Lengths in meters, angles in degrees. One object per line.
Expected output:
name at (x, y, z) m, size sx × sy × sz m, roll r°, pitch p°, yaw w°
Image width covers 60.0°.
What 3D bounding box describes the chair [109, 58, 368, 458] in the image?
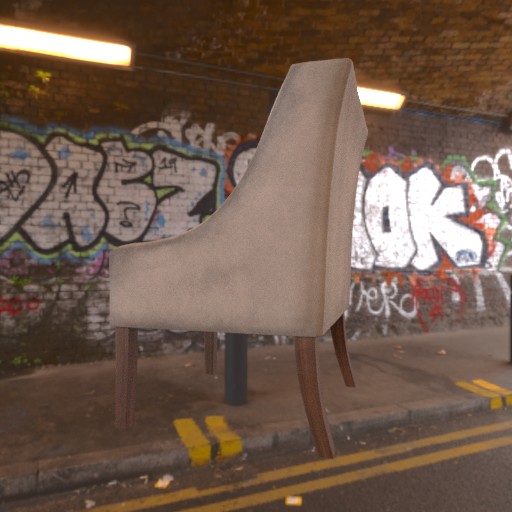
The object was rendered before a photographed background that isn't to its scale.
chair at (0.000, 0.000, 1.347) m, size 0.629 × 0.895 × 0.629 m, roll 0°, pitch 0°, yaw 18°
